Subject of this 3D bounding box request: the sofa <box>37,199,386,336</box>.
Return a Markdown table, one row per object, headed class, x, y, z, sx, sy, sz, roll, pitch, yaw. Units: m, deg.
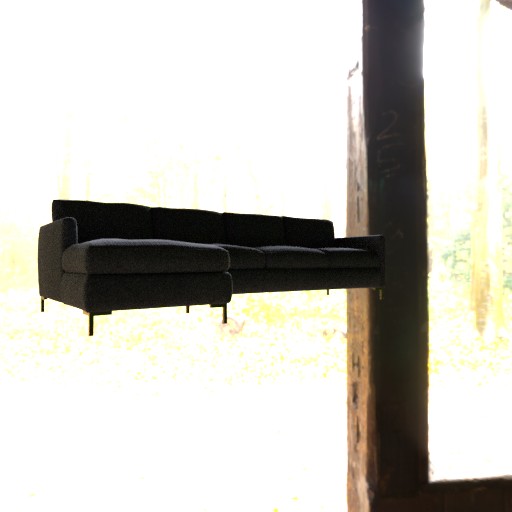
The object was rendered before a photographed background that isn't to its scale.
| class | x | y | z | sx | sy | sz | roll | pitch | yaw |
| --- | --- | --- | --- | --- | --- | --- | --- | --- | --- |
| sofa | 0.000 | 0.000 | 3.458 | 2.932 | 0.810 | 1.350 | 1 | -1 | -36 |
